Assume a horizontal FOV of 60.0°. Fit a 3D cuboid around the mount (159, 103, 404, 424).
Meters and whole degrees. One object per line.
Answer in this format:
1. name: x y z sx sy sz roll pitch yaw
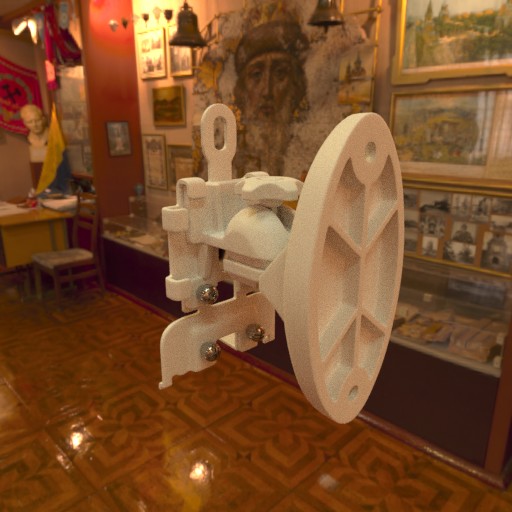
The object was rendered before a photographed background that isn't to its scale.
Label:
1. mount: 0.000 0.000 0.179 0.066 0.118 0.100 -15 22 -41
